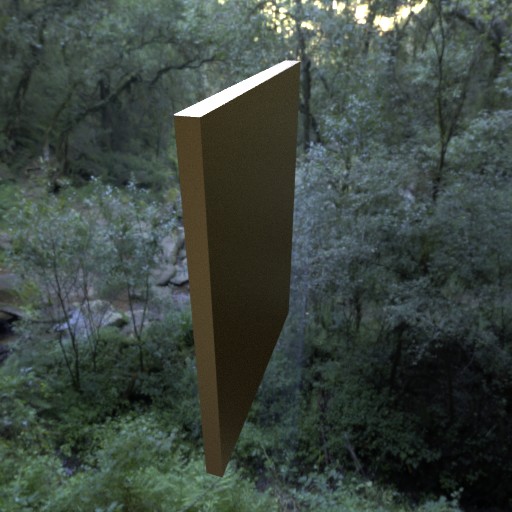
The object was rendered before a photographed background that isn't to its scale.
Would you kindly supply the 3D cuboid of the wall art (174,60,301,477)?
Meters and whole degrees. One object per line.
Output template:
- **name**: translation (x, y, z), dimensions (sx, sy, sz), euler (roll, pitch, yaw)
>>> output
- **wall art**: translation (0.000, 0.000, 1.021), dimensions (0.038, 0.762, 0.610), euler (9, 31, 15)
